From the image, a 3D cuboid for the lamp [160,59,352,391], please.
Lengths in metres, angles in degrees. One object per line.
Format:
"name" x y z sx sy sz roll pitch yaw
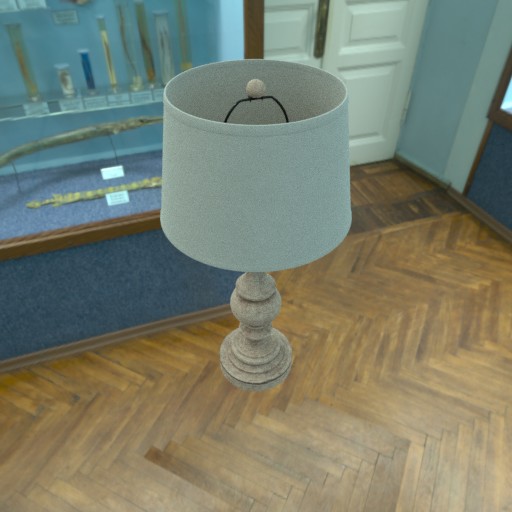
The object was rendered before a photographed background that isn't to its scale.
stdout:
"lamp" 0.000 0.000 0.870 0.340 0.678 0.340 0 40 0
